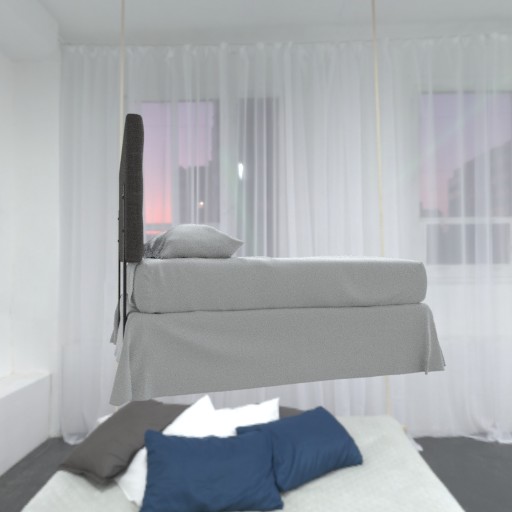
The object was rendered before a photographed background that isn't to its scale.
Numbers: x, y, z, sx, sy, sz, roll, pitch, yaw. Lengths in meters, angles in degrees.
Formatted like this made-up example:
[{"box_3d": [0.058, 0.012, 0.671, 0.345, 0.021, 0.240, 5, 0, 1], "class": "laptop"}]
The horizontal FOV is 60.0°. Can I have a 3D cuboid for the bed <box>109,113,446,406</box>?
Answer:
[{"box_3d": [0.000, 0.000, 3.535, 2.222, 1.577, 1.936, 0, -1, -18], "class": "bed"}]
